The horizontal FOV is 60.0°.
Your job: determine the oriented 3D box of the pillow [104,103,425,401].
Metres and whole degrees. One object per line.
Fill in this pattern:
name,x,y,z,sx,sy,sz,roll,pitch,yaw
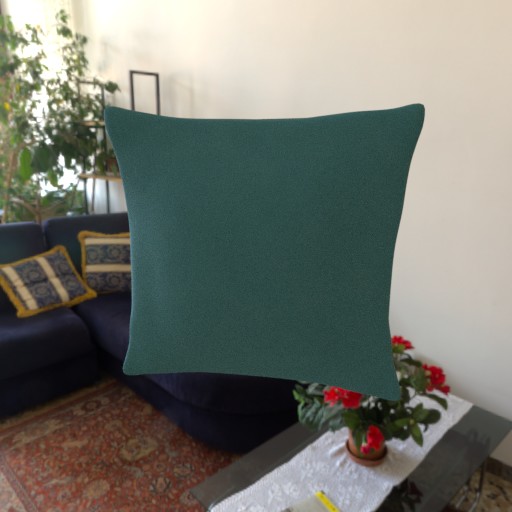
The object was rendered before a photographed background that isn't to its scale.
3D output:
pillow,0.000,0.000,0.641,0.433,0.415,0.151,3,15,10
